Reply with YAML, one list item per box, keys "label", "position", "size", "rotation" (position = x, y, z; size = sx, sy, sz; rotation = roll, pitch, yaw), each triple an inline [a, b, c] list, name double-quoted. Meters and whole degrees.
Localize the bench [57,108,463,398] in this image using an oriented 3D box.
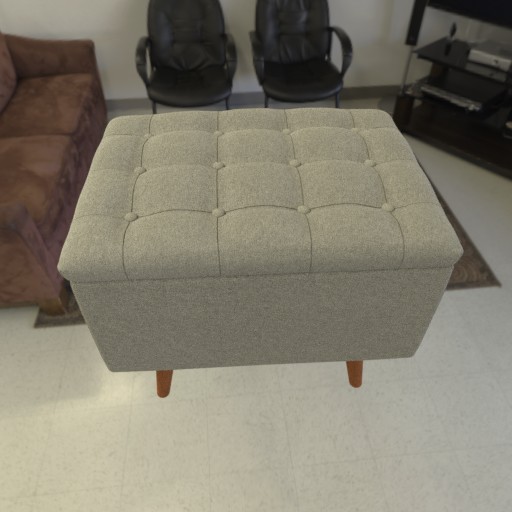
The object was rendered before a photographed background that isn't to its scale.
- label: "bench"
  position: [0.000, 0.000, 0.891]
  size: [0.572, 0.469, 0.417]
  rotation: [-2, 45, -2]
